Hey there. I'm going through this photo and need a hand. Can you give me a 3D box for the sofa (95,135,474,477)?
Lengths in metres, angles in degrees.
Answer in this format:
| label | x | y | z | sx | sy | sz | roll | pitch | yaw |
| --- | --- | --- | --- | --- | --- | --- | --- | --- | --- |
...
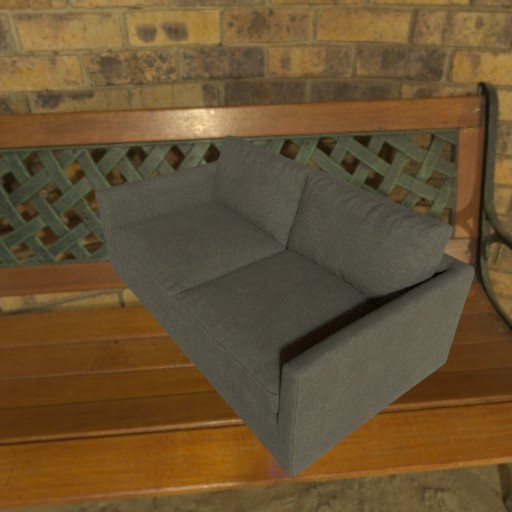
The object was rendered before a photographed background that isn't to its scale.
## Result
| label | x | y | z | sx | sy | sz | roll | pitch | yaw |
| --- | --- | --- | --- | --- | --- | --- | --- | --- | --- |
| sofa | 0.000 | 0.000 | 2.483 | 1.091 | 0.845 | 1.909 | -21 | 38 | -31 |
